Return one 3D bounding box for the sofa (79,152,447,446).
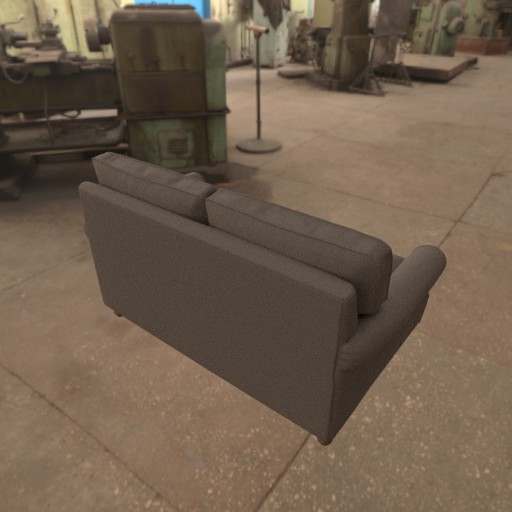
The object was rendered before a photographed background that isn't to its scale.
[{"bbox_3d":[0.000,0.000,2.246,1.665,0.937,0.964,22,38,32],"label":"sofa"}]
